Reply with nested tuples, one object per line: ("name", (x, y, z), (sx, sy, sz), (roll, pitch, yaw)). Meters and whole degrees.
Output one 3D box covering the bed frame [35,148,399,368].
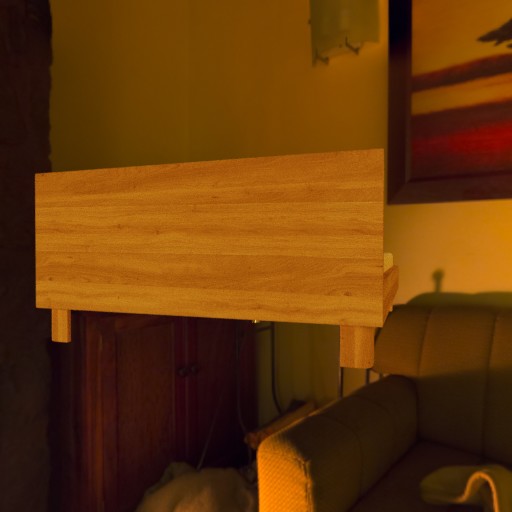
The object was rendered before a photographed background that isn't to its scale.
("bed frame", (0.000, 0.000, 3.149), (1.872, 0.940, 2.092), (0, 1, 20))
